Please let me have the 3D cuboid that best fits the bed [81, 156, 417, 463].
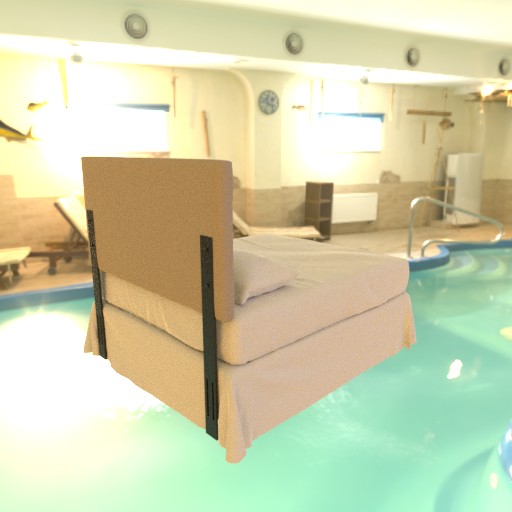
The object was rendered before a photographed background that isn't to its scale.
[{"bbox_3d":[0.000,0.000,3.566,2.222,1.577,1.936,-13,19,-43],"label":"bed"}]
